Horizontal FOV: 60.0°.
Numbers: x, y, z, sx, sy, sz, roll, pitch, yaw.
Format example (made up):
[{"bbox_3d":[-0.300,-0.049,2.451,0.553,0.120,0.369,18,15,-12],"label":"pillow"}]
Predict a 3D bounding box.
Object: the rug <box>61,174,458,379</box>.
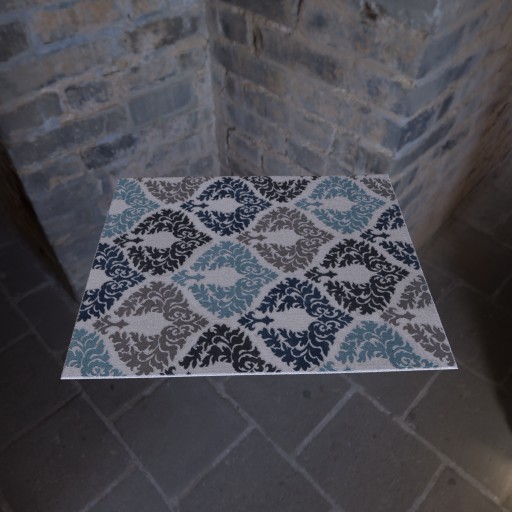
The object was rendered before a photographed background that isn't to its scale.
[{"bbox_3d":[0.000,0.000,4.180,3.040,0.014,2.423,-1,48,-1],"label":"rug"}]
